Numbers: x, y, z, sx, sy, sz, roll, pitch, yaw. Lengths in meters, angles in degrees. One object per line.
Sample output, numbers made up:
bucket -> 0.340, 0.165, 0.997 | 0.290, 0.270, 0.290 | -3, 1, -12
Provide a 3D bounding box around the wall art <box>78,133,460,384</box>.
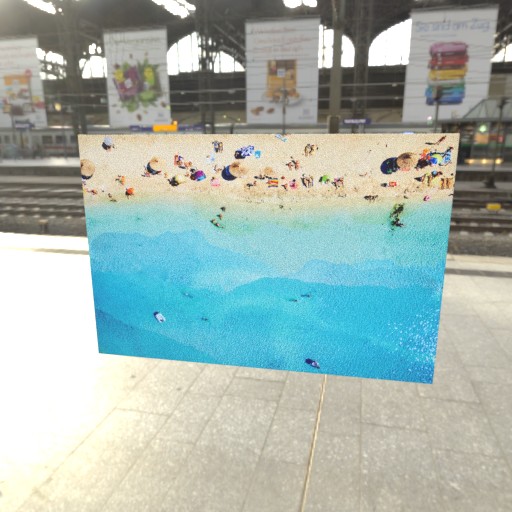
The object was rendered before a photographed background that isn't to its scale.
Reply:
wall art -> 0.000, 0.000, 1.123 | 0.894, 0.595, 0.057 | 3, 14, 10
